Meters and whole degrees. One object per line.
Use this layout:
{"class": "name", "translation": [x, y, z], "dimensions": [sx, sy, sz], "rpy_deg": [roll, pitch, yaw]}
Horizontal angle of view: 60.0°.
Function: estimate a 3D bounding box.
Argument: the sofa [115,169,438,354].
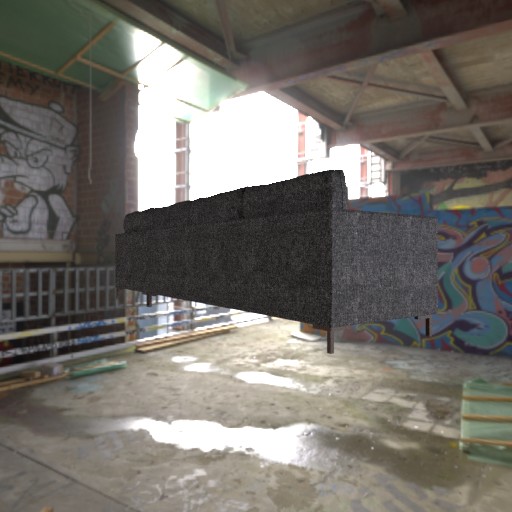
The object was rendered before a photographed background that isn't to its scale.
{"class": "sofa", "translation": [0.000, 0.000, 4.001], "dimensions": [1.488, 0.970, 3.384], "rpy_deg": [0, 0, -35]}
